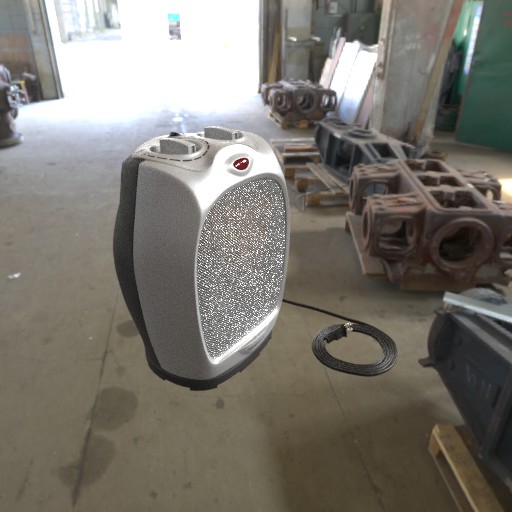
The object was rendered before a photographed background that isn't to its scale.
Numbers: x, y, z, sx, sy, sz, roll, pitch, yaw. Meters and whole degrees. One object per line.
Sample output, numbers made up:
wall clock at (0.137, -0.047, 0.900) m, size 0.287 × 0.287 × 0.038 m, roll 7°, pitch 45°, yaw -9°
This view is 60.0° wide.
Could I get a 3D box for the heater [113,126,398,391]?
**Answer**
heater at (0.000, 0.000, 0.474) m, size 0.291 × 0.255 × 0.239 m, roll 19°, pitch 34°, yaw 31°
